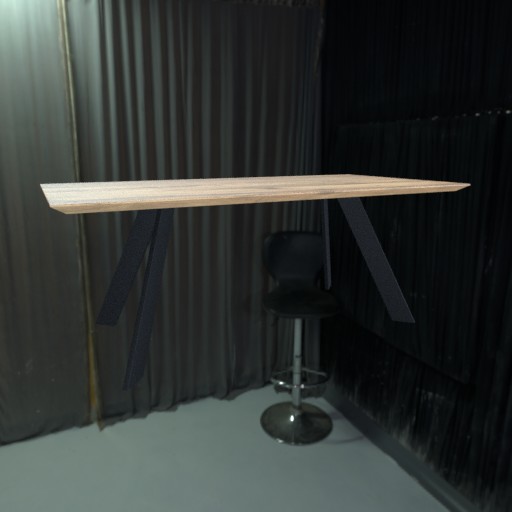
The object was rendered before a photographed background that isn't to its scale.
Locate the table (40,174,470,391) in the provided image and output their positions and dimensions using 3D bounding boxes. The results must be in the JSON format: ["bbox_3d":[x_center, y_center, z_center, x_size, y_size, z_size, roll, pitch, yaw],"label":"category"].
[{"bbox_3d":[0.000,0.000,2.394,2.000,0.770,1.000,-7,15,-26],"label":"table"}]
